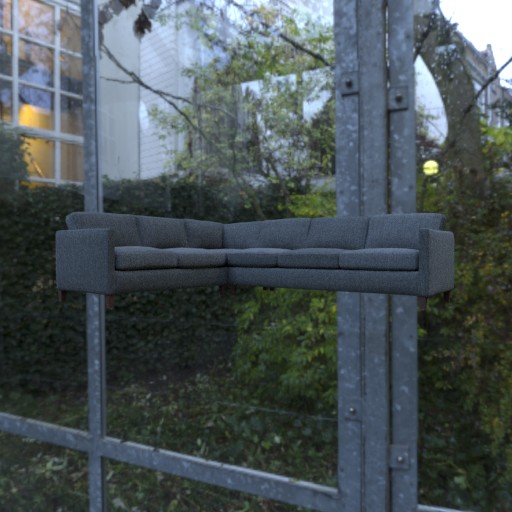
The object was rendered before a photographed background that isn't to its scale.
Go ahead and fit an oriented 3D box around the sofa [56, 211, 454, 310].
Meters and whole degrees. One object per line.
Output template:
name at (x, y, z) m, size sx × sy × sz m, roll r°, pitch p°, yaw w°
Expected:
sofa at (0.000, 0.000, 4.573) m, size 3.302 × 0.947 × 2.593 m, roll 0°, pitch 0°, yaw 37°
